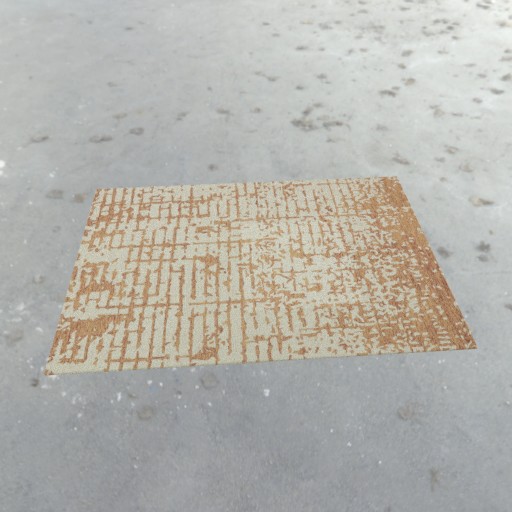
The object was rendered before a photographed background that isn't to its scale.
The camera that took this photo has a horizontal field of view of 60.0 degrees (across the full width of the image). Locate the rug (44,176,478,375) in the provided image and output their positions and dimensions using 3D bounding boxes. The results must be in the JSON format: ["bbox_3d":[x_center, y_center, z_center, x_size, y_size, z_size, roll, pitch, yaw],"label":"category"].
[{"bbox_3d":[0.000,0.000,2.277,1.829,0.011,1.219,-3,47,-3],"label":"rug"}]
